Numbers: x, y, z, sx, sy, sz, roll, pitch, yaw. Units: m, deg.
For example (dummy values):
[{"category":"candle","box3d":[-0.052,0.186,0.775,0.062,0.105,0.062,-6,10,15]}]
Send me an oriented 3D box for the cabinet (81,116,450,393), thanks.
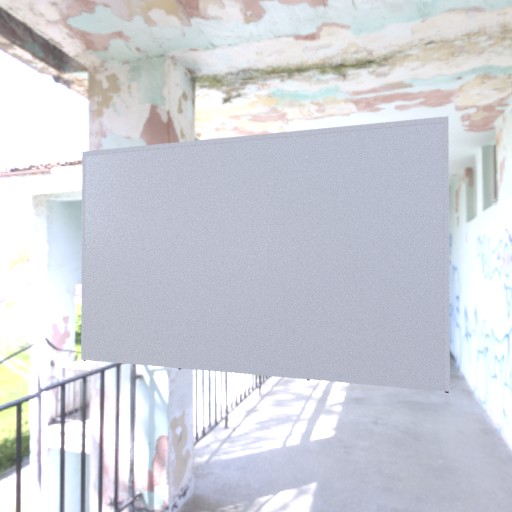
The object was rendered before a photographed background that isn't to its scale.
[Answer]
[{"category":"cabinet","box3d":[0.000,0.000,1.848,1.450,0.900,0.380,0,-1,19]}]
